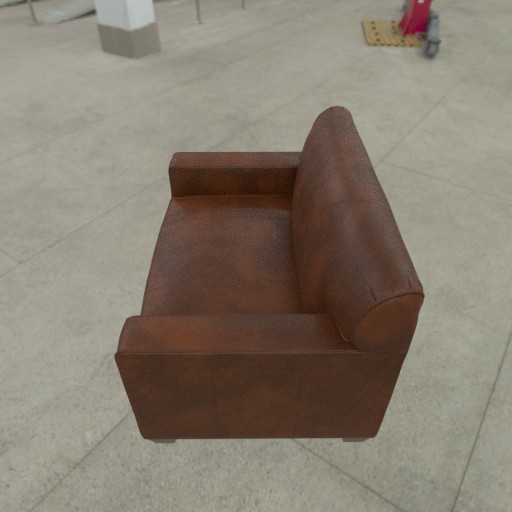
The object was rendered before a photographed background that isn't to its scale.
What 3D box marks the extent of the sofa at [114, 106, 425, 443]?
[{"bbox_3d":[0.000,0.000,2.044,1.000,0.956,1.413,0,40,0],"label":"sofa"}]
